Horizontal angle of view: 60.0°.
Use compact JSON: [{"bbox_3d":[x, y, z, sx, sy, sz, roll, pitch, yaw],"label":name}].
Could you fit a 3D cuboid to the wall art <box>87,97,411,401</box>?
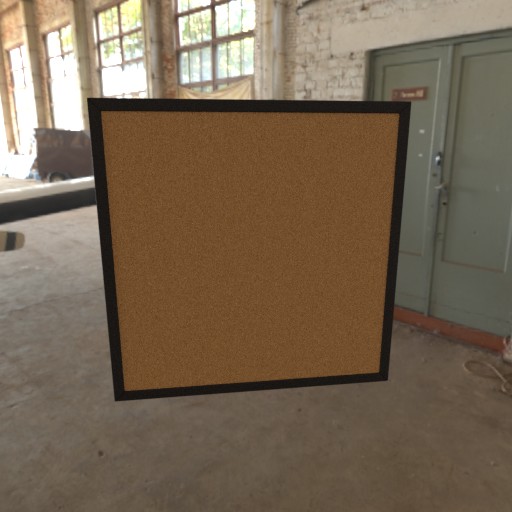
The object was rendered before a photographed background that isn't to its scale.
[{"bbox_3d":[0.000,0.000,1.147,0.763,0.763,0.037,-2,15,-8],"label":"wall art"}]
